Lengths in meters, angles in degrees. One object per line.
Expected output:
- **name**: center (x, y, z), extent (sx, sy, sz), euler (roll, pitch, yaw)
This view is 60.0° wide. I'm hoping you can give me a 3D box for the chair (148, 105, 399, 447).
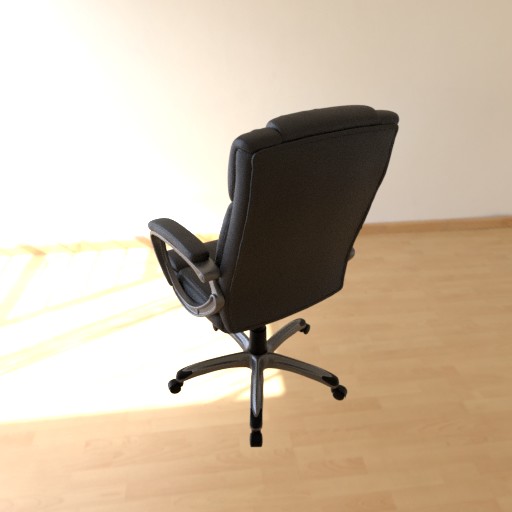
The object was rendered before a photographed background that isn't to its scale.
- **chair**: center (0.000, 0.000, 1.597), extent (0.721, 1.130, 0.719), euler (-17, 34, -28)
